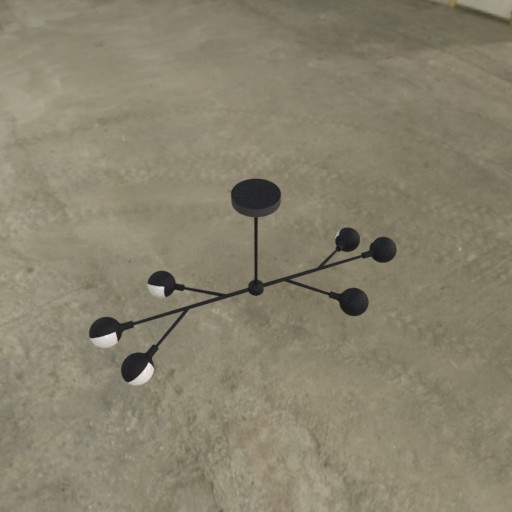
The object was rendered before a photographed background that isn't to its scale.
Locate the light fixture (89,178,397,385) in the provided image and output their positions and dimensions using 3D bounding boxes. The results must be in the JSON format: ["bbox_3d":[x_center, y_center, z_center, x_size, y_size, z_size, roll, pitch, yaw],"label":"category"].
[{"bbox_3d":[0.000,0.000,1.022,0.778,0.362,0.434,-4,46,-4],"label":"light fixture"}]
